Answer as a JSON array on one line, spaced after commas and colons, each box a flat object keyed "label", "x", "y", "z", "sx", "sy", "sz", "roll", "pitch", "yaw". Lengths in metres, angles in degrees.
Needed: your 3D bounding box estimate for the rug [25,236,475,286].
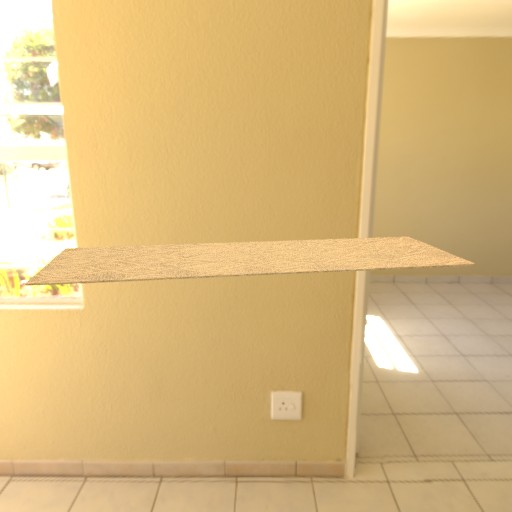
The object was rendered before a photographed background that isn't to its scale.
[{"label": "rug", "x": 0.000, "y": 0.000, "z": 2.735, "sx": 2.436, "sy": 0.013, "sz": 0.807, "roll": -2, "pitch": 14, "yaw": -9}]
